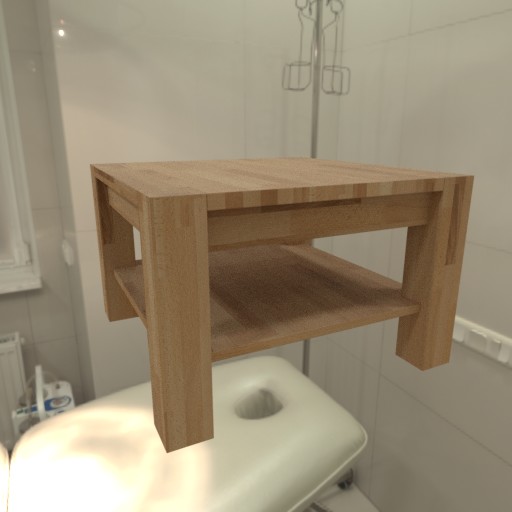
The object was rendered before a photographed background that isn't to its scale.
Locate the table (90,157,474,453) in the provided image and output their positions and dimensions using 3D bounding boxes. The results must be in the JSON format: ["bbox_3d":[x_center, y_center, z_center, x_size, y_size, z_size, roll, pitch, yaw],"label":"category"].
[{"bbox_3d":[0.000,0.000,1.165,0.700,0.451,0.700,-8,18,-25],"label":"table"}]
